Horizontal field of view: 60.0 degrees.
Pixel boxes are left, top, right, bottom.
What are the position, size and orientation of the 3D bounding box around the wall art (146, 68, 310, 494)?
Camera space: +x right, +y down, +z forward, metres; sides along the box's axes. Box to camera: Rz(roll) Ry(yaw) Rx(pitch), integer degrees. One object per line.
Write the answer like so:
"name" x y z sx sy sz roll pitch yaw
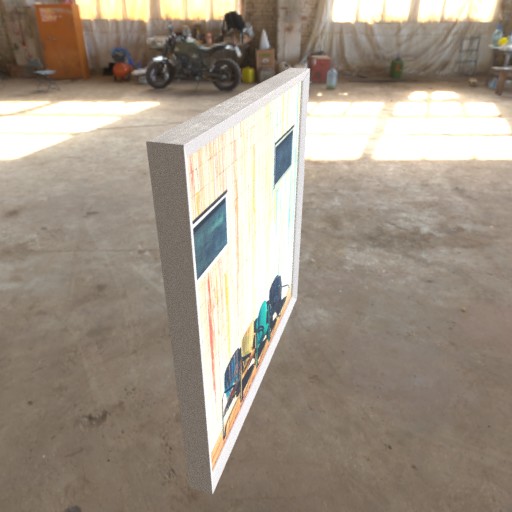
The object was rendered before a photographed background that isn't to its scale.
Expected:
"wall art" 0.000 0.000 0.723 0.037 0.508 0.508 9 31 16
